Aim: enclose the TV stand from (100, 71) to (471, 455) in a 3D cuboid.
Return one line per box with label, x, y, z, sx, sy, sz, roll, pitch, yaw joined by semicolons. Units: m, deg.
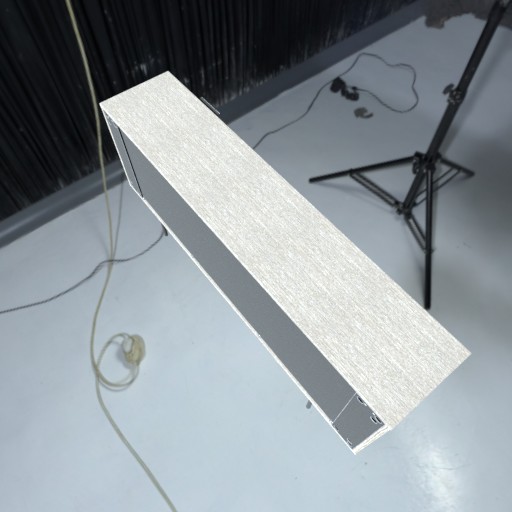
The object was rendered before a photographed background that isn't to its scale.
TV stand;0.000;0.000;2.071;0.405;0.787;1.804;-34;65;-19
